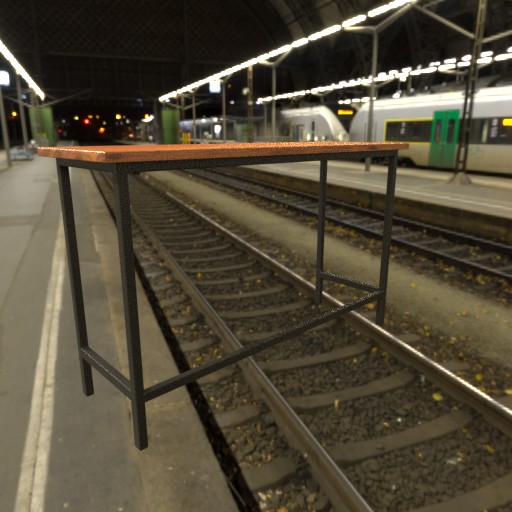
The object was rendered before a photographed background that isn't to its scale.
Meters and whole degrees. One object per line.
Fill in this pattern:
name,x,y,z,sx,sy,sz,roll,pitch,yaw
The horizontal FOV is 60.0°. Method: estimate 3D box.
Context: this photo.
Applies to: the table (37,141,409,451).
table,0.000,0.000,1.522,1.204,0.740,0.408,-14,21,-41
